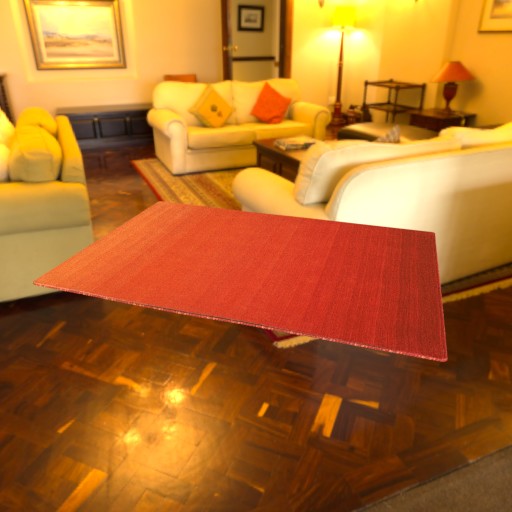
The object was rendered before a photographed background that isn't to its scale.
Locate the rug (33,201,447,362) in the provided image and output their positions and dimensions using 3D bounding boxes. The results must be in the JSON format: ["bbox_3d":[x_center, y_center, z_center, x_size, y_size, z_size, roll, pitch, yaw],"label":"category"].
[{"bbox_3d":[0.000,0.000,2.355,1.835,0.018,1.230,8,27,16],"label":"rug"}]
